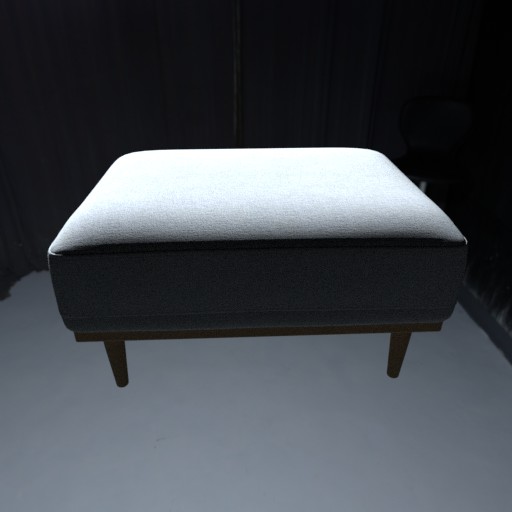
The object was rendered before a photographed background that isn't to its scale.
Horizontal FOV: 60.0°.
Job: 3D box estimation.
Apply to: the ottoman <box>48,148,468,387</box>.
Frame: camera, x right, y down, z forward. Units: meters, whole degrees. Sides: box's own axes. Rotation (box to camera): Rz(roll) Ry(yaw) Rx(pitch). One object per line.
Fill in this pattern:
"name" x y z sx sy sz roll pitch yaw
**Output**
"ottoman" 0.000 0.000 1.056 0.749 0.428 0.549 -1 29 -2
